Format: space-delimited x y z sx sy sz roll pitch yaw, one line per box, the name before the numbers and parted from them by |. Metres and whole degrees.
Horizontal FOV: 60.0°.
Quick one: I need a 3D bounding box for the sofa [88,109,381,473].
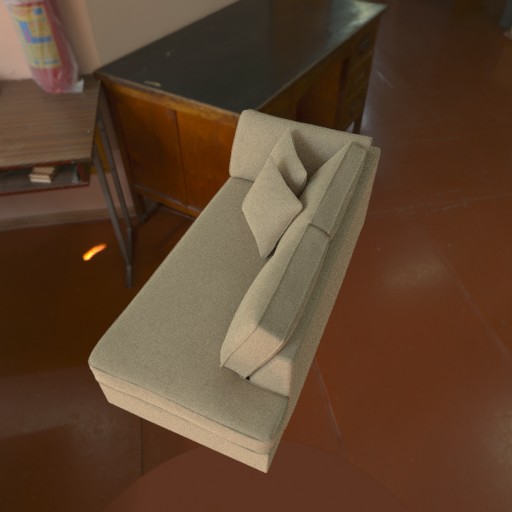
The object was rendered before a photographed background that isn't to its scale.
sofa | 0.000 0.000 2.935 1.110 1.033 2.237 17 48 16
